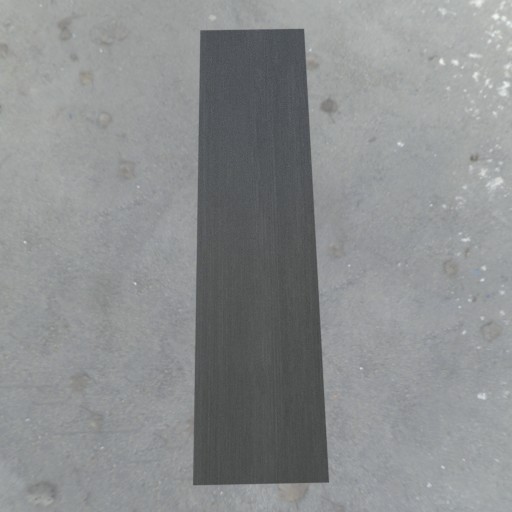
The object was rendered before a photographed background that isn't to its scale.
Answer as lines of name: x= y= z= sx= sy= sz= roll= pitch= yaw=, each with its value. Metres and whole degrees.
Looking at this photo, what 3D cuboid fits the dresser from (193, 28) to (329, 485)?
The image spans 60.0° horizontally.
dresser: x=0.000 y=0.000 z=1.885 sx=0.400 sy=0.795 sz=1.590 roll=-1 pitch=75 yaw=0
